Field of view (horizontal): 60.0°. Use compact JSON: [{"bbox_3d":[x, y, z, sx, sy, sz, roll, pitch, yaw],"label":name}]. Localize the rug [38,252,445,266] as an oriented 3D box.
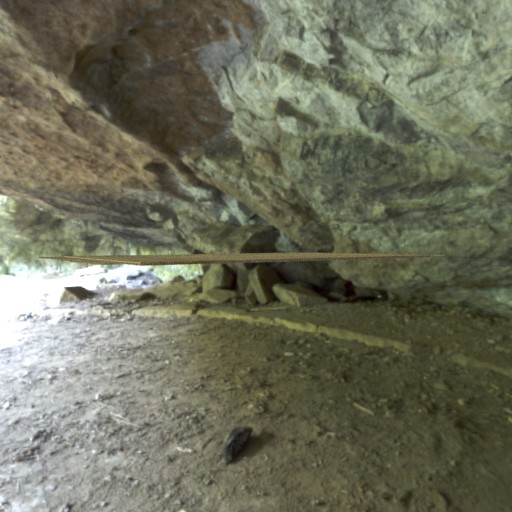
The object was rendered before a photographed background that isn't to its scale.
[{"bbox_3d":[0.000,0.000,2.081,1.718,0.017,0.905,-1,2,-37],"label":"rug"}]
